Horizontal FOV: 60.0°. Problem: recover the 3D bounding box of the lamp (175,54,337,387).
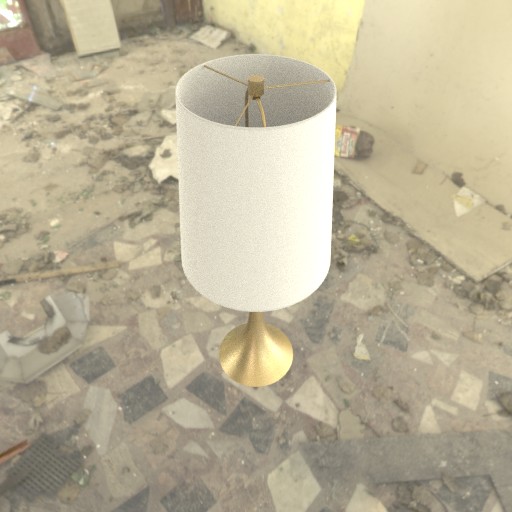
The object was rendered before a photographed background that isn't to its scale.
[{"bbox_3d":[0.000,0.000,0.697,0.231,0.569,0.231,0,46,0],"label":"lamp"}]
